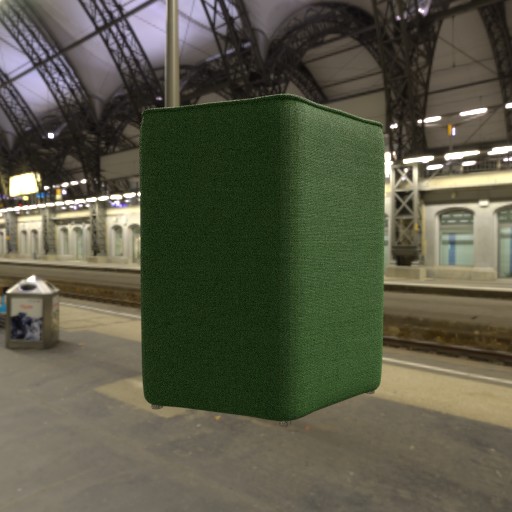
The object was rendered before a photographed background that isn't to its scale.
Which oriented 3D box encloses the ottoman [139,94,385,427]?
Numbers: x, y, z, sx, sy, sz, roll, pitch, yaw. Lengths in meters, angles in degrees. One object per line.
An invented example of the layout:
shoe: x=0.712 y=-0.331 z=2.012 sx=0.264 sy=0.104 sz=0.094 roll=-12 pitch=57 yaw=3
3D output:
ottoman: x=0.000 y=0.000 z=0.894 sx=0.499 sy=0.507 sz=0.444 roll=0 pitch=1 yaw=19
